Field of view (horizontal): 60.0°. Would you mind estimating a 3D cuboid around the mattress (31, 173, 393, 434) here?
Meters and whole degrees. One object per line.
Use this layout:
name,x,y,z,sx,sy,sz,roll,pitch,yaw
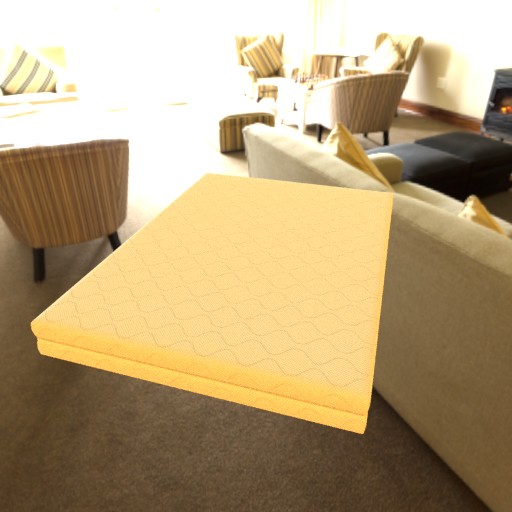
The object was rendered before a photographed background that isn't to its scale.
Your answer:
mattress,0.000,0.000,2.498,1.400,0.200,1.900,9,32,15
